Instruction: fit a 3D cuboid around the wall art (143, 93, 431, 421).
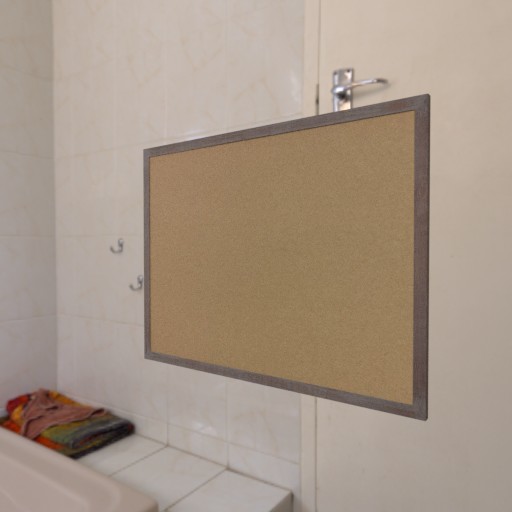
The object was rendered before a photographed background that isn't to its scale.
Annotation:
[{"bbox_3d":[0.000,0.000,1.352,1.012,0.774,0.019,1,1,36],"label":"wall art"}]
